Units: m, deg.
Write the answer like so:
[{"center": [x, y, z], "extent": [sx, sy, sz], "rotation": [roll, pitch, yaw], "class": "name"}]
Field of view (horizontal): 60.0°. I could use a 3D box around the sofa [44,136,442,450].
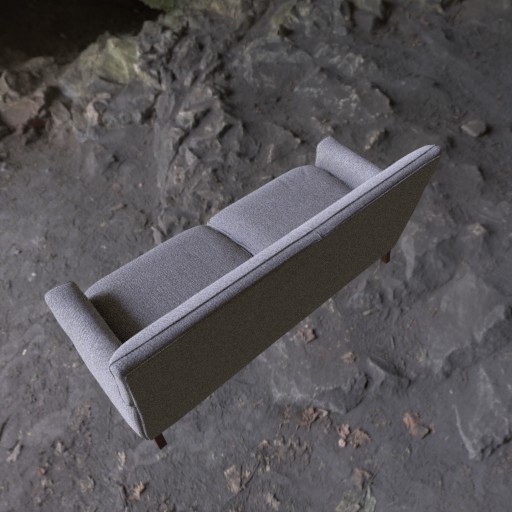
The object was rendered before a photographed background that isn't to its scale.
[{"center": [0.000, 0.000, 2.461], "extent": [2.026, 0.942, 0.854], "rotation": [-34, 55, -27], "class": "sofa"}]
